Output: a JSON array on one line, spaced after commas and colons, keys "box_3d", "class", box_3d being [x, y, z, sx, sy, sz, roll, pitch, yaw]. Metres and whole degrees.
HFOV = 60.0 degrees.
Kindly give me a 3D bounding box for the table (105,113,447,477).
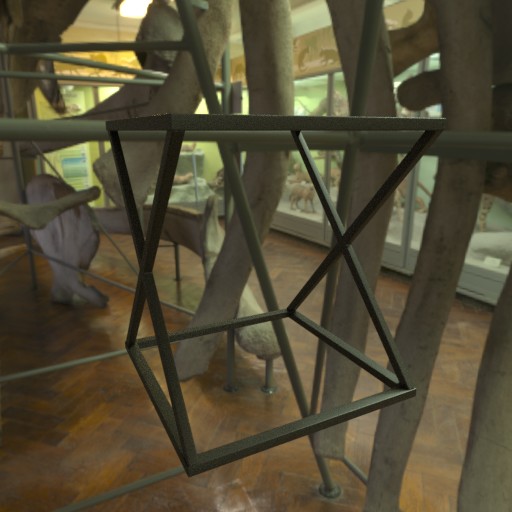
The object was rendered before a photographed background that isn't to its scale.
[{"box_3d": [0.000, 0.000, 0.961, 0.500, 0.565, 0.500, -8, 18, -26], "class": "table"}]
